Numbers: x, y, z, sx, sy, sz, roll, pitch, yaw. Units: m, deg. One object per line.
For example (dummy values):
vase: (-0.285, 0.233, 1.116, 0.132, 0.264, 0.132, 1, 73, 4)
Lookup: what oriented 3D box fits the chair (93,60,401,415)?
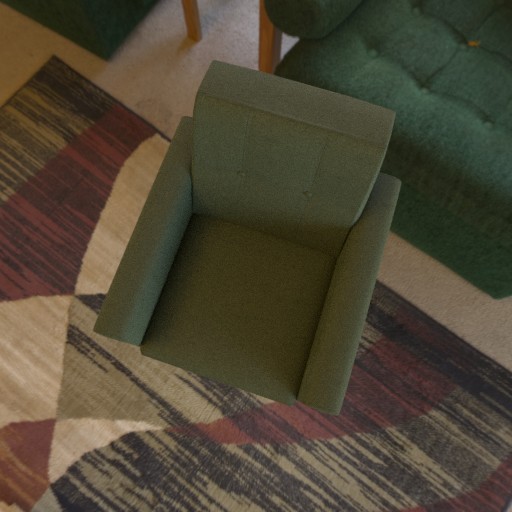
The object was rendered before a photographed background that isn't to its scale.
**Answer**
chair: (0.000, 0.000, 1.593, 0.831, 0.841, 0.909, 18, 75, 5)
